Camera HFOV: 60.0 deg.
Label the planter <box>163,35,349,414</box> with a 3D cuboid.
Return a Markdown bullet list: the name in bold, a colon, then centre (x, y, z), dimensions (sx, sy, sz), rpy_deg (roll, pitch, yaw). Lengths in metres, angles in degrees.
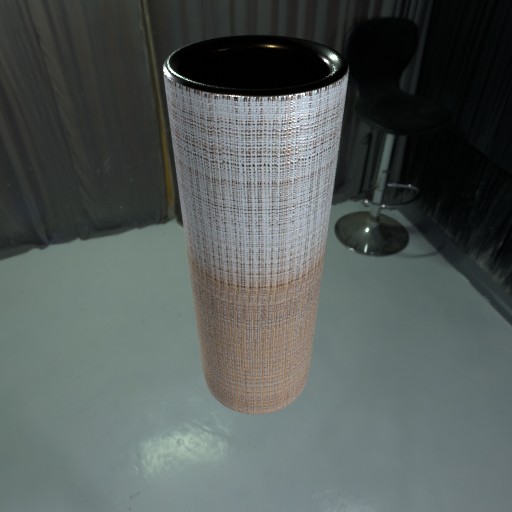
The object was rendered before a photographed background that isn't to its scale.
- **planter**: centre (0.000, 0.000, 0.327), dimensions (0.099, 0.278, 0.099), rpy_deg (-13, 42, -15)
